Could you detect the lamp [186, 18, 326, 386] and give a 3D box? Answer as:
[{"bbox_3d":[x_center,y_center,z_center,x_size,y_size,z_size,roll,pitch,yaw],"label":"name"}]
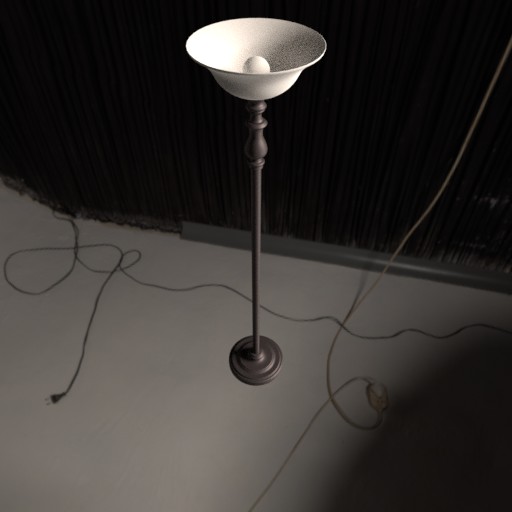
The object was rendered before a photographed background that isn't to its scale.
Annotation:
[{"bbox_3d":[0.000,0.000,1.937,0.405,1.797,0.405,9,47,8],"label":"lamp"}]
